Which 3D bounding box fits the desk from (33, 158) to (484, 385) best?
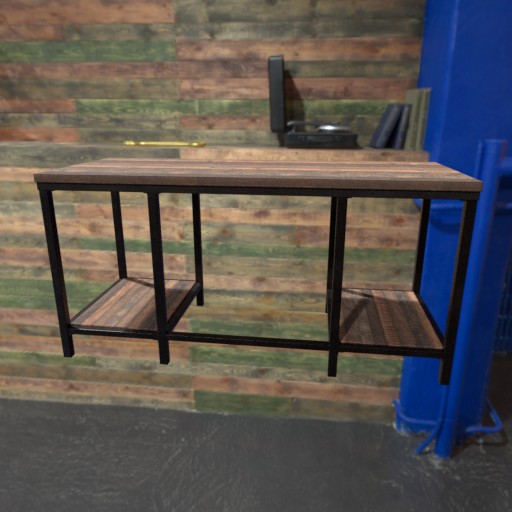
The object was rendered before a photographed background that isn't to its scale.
[{"bbox_3d":[0.000,0.000,1.908,1.538,0.753,0.617,2,18,7],"label":"desk"}]
